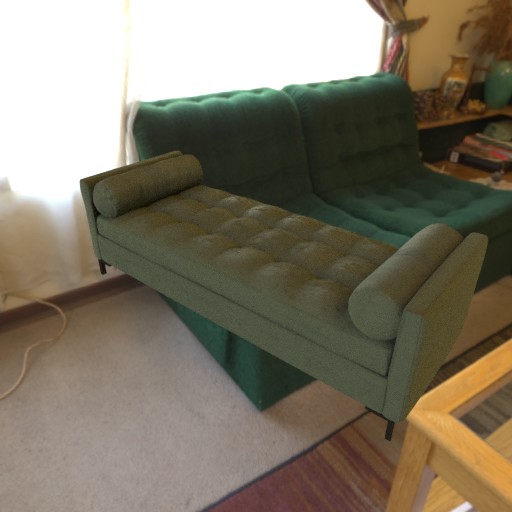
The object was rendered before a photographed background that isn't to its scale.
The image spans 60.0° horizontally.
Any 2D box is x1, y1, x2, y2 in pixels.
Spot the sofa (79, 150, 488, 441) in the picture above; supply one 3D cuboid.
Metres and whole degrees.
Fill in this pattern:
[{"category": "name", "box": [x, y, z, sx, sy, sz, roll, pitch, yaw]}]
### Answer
[{"category": "sofa", "box": [0.000, 0.000, 2.469, 2.130, 0.681, 0.817, 22, 37, 33]}]
